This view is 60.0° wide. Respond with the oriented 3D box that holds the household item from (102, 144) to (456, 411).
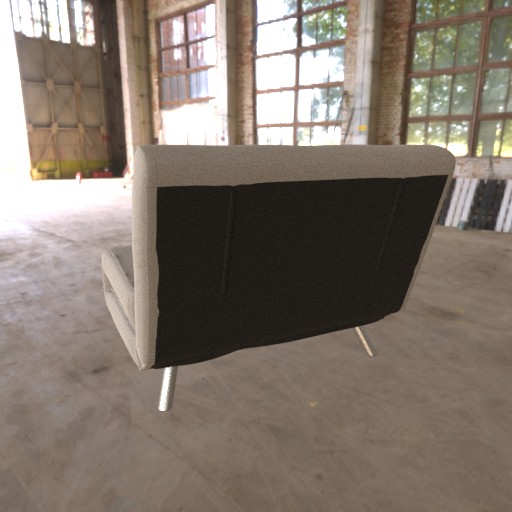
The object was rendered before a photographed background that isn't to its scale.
[{"bbox_3d":[0.000,0.000,1.638,1.000,0.800,0.874,-7,16,-26],"label":"household item"}]
